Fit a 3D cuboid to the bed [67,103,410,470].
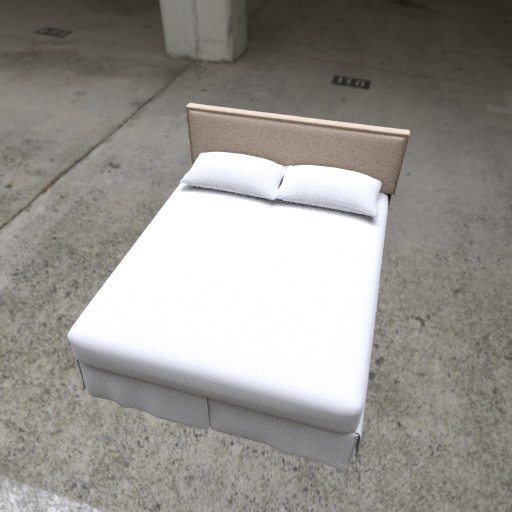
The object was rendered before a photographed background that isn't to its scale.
[{"bbox_3d":[0.000,0.000,2.762,1.616,1.016,1.876,11,43,12],"label":"bed"}]
